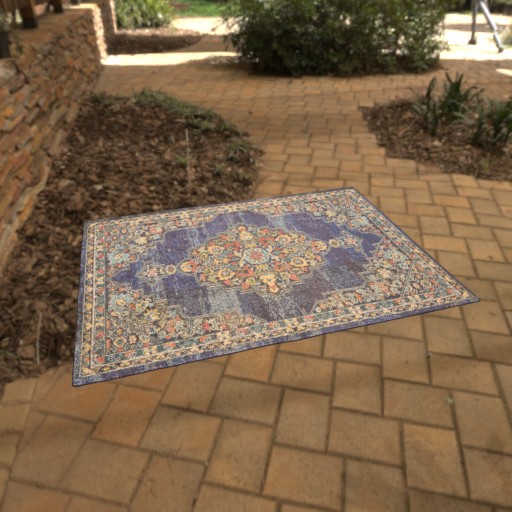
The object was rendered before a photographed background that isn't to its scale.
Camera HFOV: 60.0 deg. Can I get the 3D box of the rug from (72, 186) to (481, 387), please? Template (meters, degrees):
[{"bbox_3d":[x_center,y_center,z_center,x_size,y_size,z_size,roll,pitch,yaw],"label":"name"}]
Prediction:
[{"bbox_3d":[0.000,0.000,2.934,2.232,0.009,1.630,-9,35,-14],"label":"rug"}]
